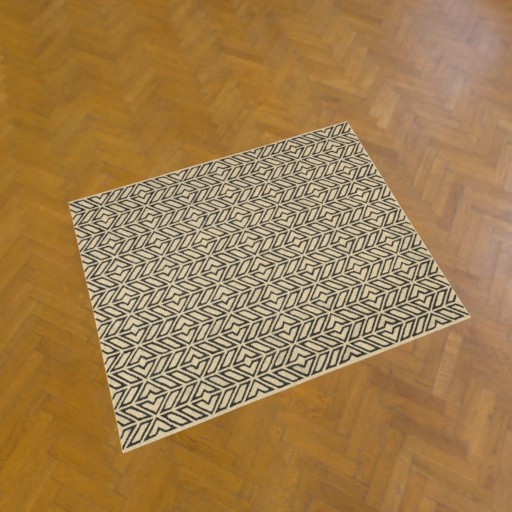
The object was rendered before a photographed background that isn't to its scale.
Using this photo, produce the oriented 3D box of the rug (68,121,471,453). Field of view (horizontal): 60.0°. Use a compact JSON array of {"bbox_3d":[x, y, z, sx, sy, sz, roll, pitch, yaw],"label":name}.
[{"bbox_3d":[0.000,0.000,4.093,3.045,0.008,2.421,-18,64,-9],"label":"rug"}]
